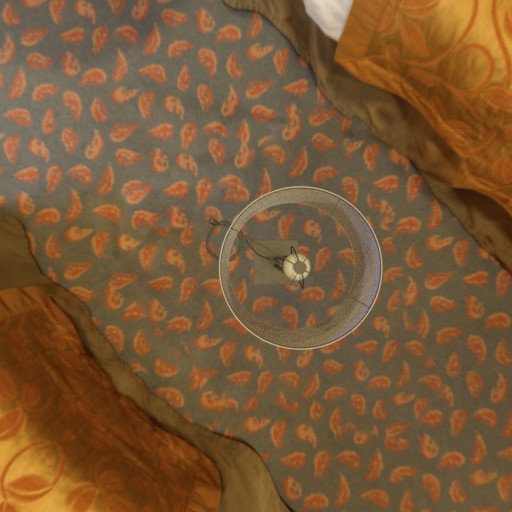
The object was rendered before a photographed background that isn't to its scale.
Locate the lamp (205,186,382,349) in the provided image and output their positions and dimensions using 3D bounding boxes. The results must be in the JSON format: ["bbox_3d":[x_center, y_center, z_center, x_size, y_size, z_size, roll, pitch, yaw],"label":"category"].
[{"bbox_3d":[0.000,0.000,1.925,0.639,1.650,0.474,0,90,0],"label":"lamp"}]
